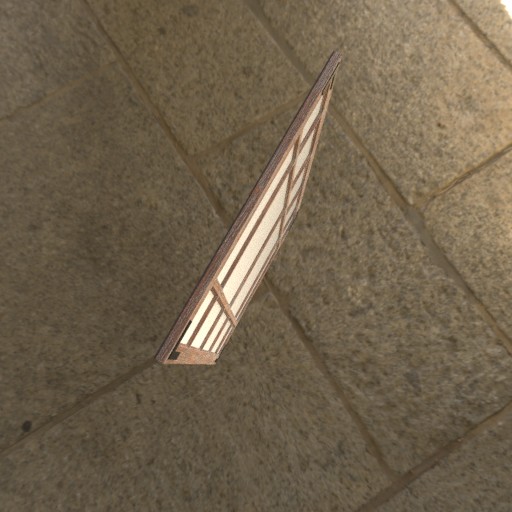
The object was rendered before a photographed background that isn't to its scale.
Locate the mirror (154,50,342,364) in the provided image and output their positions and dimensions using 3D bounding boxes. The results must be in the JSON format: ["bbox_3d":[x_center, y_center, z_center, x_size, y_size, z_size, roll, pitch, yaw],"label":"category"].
[{"bbox_3d":[0.000,0.000,1.321,0.025,0.996,0.705,28,78,7],"label":"mirror"}]
